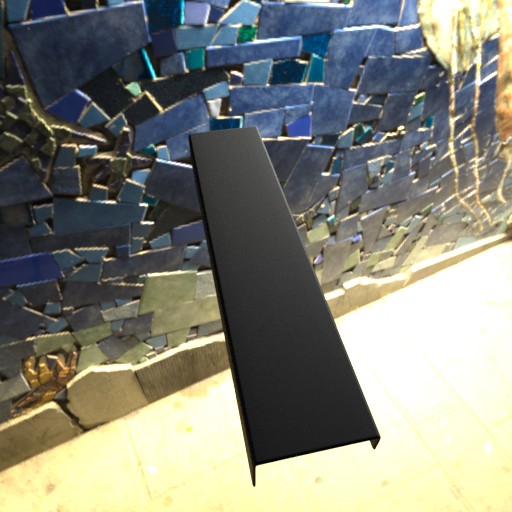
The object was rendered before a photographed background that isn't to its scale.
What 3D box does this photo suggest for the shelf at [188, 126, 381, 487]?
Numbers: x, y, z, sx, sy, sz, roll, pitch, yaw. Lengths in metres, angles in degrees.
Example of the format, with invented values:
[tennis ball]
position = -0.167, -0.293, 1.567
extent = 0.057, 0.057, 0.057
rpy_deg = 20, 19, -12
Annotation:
[shelf]
position = 0.000, 0.000, 0.501
extent = 0.102, 0.053, 0.456
rpy_deg = -9, 48, -8
